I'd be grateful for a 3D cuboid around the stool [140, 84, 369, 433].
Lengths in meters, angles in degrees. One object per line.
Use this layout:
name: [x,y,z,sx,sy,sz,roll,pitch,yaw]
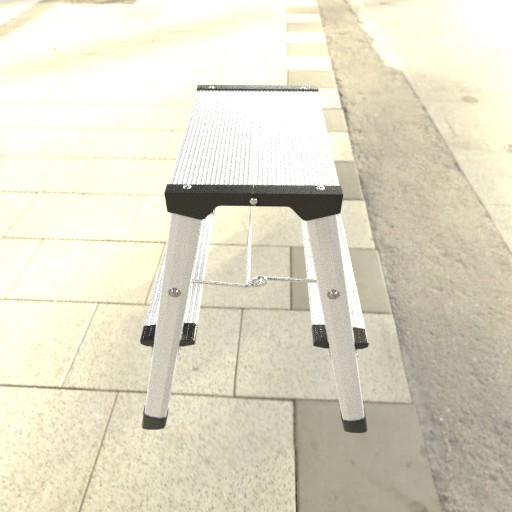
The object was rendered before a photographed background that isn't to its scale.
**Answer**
stool: [0.000,0.000,0.783,0.405,0.480,0.404,1,41,1]
